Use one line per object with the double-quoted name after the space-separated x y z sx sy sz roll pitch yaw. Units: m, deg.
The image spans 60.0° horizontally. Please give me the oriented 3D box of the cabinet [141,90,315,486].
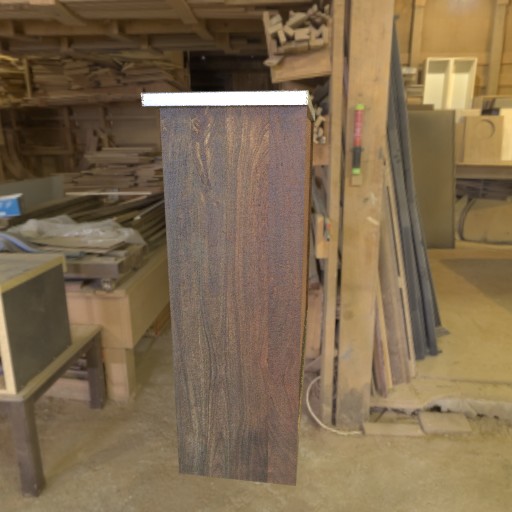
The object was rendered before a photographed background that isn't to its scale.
0.000 0.000 1.443 0.338 0.919 0.968 2 15 8 "cabinet"
